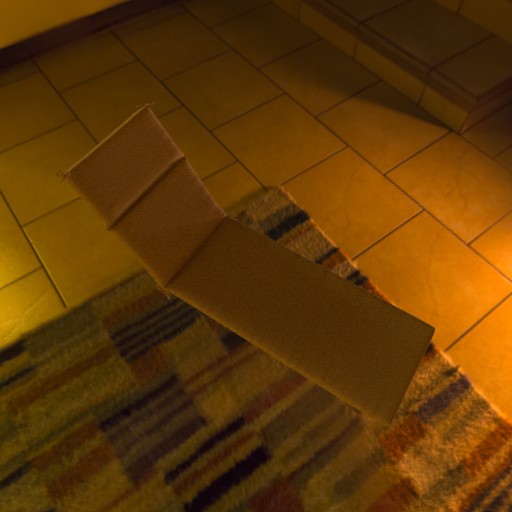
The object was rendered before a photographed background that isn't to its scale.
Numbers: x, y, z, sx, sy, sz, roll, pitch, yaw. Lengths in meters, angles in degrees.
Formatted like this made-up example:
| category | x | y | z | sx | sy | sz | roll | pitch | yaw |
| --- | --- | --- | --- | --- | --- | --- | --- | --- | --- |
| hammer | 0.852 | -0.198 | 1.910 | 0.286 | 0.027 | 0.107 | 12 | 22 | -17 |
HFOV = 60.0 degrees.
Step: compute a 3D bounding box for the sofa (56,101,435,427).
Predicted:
| category | x | y | z | sx | sy | sz | roll | pitch | yaw |
| --- | --- | --- | --- | --- | --- | --- | --- | --- | --- |
| sofa | 0.000 | 0.000 | 1.963 | 1.663 | 0.622 | 0.582 | 29 | 63 | 17 |
